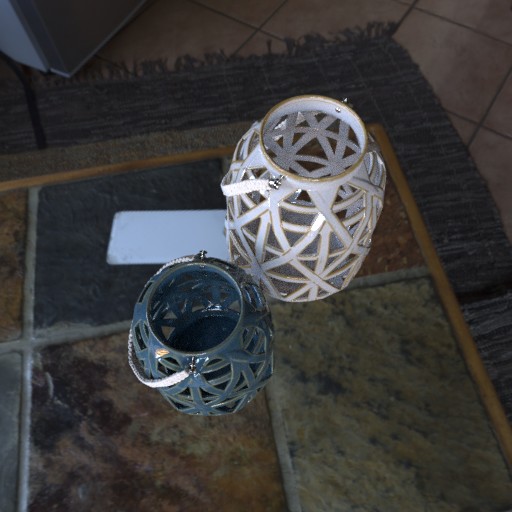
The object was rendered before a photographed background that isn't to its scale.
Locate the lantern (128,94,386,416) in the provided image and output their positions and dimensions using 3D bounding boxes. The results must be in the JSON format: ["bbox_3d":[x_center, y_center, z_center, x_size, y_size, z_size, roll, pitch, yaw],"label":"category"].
[{"bbox_3d":[0.000,0.000,0.612,0.245,0.307,0.439,32,69,14],"label":"lantern"}]
